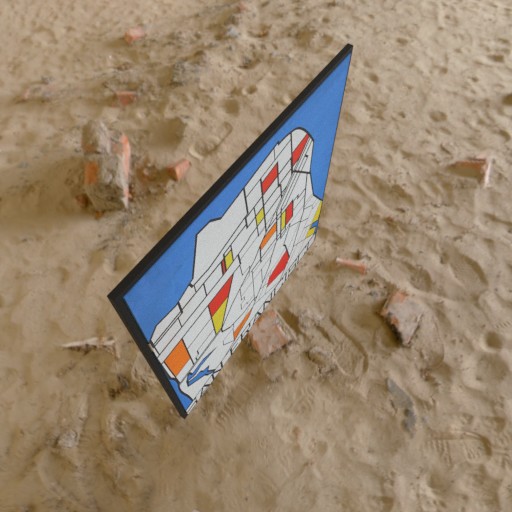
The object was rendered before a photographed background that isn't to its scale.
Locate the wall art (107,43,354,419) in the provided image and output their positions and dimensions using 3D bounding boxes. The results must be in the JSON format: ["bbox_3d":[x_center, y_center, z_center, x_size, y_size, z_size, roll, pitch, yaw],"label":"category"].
[{"bbox_3d":[0.000,0.000,0.991,0.015,0.663,0.664,29,62,17],"label":"wall art"}]
